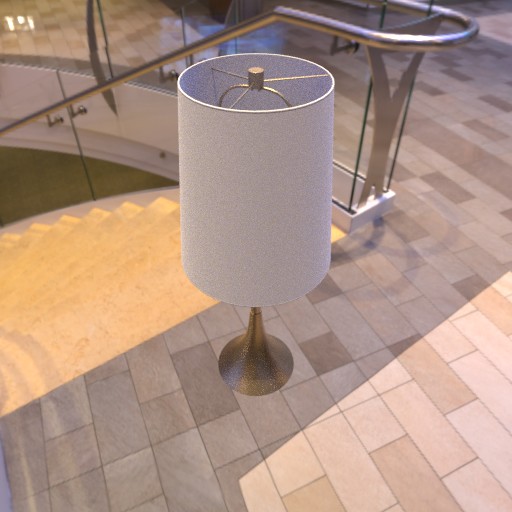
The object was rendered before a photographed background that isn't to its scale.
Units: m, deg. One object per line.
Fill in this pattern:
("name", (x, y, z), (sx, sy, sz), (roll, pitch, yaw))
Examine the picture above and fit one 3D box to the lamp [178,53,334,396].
("lamp", (0.000, 0.000, 0.696), (0.231, 0.569, 0.231), (0, 42, 0))
